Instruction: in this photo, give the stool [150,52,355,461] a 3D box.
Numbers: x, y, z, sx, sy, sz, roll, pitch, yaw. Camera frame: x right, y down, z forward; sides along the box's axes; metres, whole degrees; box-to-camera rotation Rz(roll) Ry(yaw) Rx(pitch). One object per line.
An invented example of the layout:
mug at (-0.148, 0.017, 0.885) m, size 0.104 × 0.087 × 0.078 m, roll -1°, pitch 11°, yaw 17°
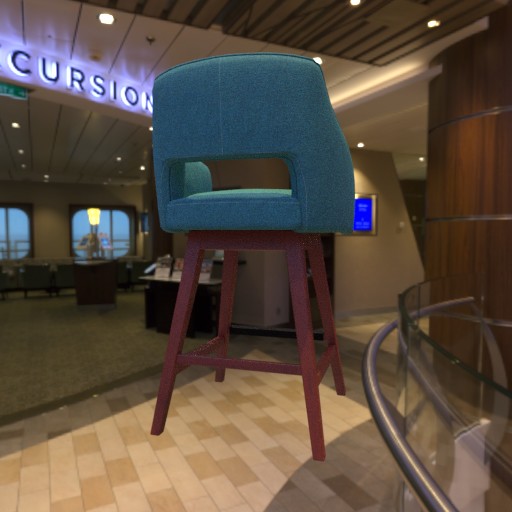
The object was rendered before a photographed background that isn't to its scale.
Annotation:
stool at (0.000, 0.000, 1.304) m, size 0.548 × 0.961 × 0.556 m, roll 1°, pitch 3°, yaw 18°
